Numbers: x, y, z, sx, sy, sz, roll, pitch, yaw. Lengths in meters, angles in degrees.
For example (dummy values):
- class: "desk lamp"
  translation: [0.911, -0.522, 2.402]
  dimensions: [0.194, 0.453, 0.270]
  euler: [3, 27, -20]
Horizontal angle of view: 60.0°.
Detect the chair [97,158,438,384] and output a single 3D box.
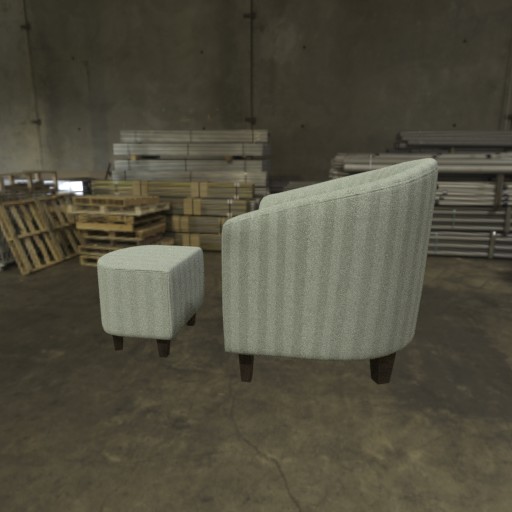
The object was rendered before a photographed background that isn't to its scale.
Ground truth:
- class: "chair"
  translation: [0.000, 0.000, 1.749]
  dimensions: [1.288, 0.757, 0.756]
  euler: [2, 13, 10]
